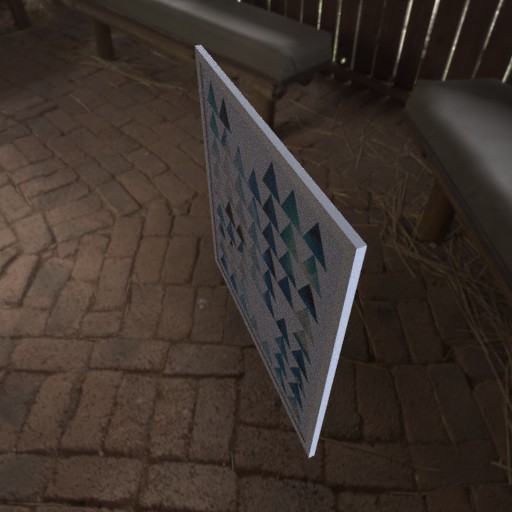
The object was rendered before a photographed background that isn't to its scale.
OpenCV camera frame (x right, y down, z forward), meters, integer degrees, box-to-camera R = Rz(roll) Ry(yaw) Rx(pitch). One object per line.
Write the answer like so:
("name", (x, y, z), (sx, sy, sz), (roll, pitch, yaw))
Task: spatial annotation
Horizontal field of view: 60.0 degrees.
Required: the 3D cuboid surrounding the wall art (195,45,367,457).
("wall art", (0.000, 0.000, 0.819), (0.012, 0.557, 0.557), (-16, 48, -15))
